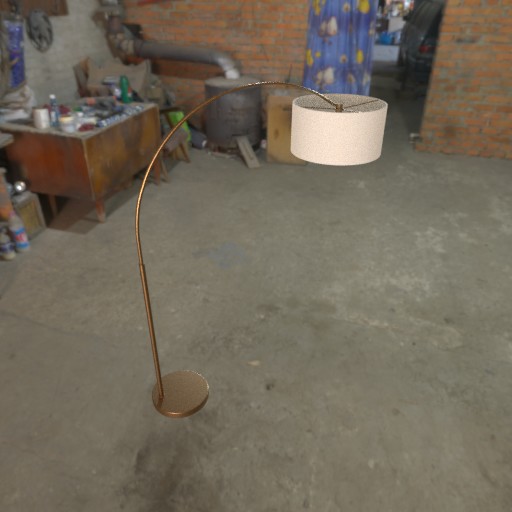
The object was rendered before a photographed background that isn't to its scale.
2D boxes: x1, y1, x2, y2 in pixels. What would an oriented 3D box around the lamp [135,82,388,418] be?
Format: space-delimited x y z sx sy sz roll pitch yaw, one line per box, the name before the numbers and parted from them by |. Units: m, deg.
lamp | 0.000 0.000 2.619 1.434 1.927 0.493 -11 32 -18
